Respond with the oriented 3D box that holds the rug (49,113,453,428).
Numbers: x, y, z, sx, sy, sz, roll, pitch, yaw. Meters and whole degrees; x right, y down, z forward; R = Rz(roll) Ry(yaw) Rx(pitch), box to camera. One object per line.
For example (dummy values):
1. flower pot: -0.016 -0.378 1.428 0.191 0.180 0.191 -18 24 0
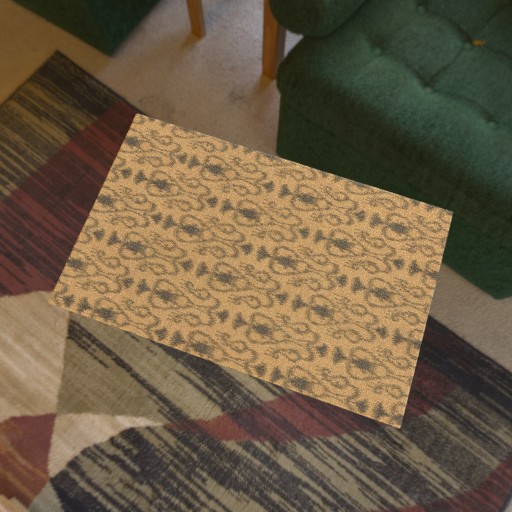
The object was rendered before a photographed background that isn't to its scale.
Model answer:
1. rug: 0.000 0.000 2.076 1.652 0.006 1.035 18 76 5
